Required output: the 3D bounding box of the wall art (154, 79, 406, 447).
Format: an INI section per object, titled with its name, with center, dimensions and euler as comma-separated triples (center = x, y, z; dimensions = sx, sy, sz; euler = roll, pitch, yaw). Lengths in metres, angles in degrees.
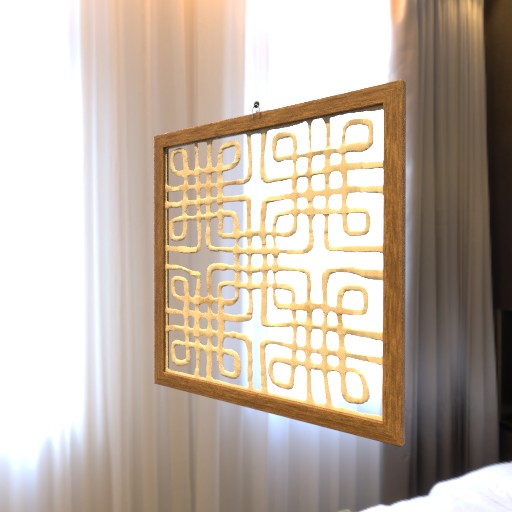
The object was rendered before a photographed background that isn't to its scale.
[wall art]
center = 0.000, 0.000, 0.845
dimensions = 0.561, 0.582, 0.021
euler = 0, 1, 36
